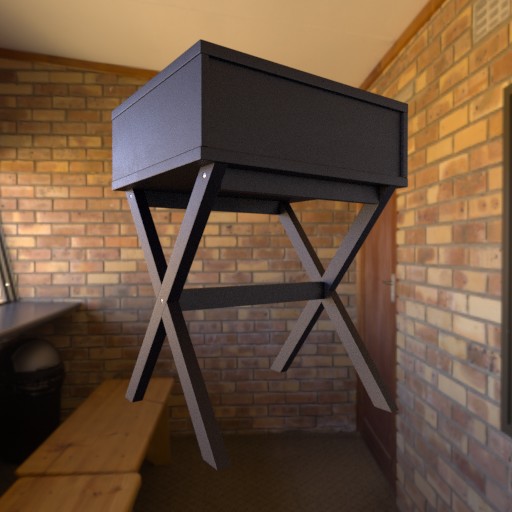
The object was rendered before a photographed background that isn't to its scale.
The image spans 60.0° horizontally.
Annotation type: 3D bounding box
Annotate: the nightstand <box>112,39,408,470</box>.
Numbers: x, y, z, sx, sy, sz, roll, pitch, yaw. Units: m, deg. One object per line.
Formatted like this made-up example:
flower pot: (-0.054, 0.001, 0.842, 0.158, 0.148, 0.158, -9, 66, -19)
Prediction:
nightstand: (0.000, 0.000, 0.934, 0.479, 0.623, 0.402, 0, 1, -35)
